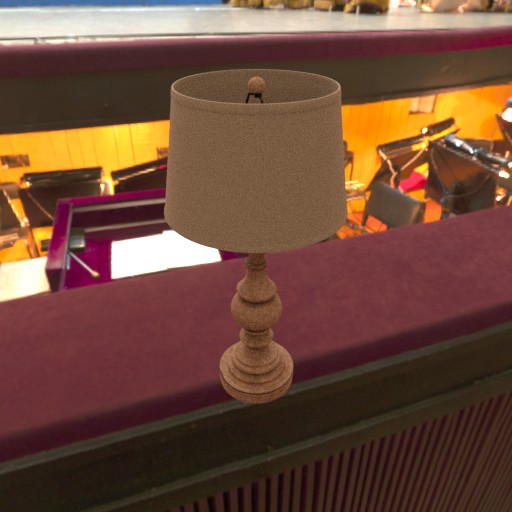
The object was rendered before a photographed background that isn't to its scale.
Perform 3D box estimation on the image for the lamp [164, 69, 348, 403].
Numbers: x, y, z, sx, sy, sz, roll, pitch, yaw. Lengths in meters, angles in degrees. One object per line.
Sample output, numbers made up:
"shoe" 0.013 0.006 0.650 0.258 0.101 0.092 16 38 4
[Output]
"lamp" 0.000 0.000 0.891 0.340 0.678 0.340 0 32 0
